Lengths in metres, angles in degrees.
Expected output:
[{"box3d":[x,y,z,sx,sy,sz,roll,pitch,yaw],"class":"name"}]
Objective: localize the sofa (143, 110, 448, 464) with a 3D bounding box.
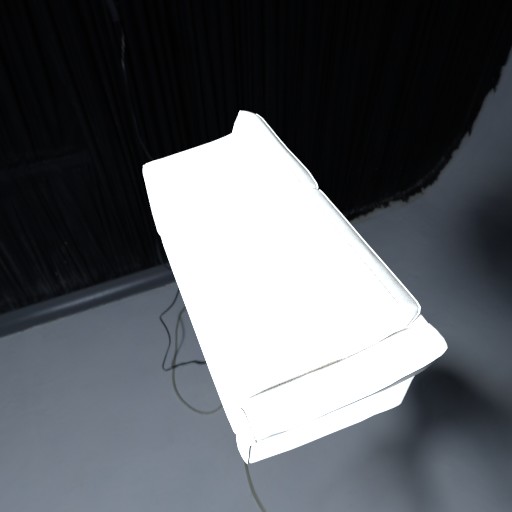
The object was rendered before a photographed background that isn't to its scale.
[{"box3d":[0.000,0.000,2.784,0.980,0.965,2.270,-16,48,-15],"class":"sofa"}]
